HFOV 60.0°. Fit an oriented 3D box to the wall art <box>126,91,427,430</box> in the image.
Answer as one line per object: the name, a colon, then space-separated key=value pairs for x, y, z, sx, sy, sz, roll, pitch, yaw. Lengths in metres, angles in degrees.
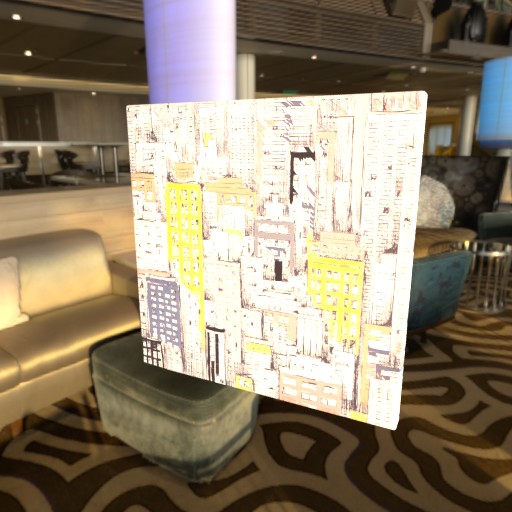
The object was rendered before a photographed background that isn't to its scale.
wall art: x=0.000 y=0.000 z=0.911 sx=0.607 sy=0.608 sz=0.038 roll=7 pitch=16 yaw=25
